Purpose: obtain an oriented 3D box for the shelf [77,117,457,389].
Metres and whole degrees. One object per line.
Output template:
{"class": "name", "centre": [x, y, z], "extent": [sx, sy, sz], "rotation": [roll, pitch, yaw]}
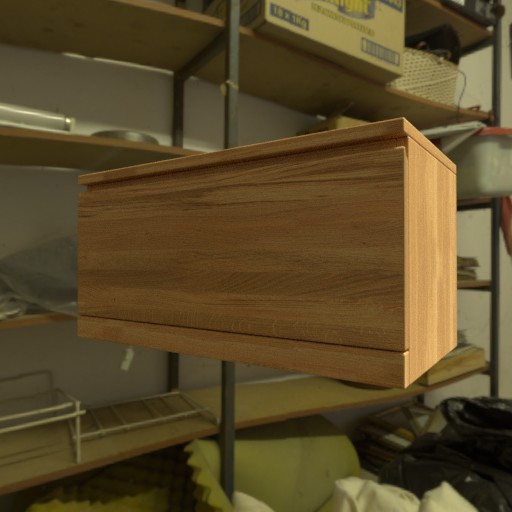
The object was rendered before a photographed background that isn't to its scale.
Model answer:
{"class": "shelf", "centre": [0.000, 0.000, 1.039], "extent": [0.800, 0.400, 0.400], "rotation": [0, -1, 34]}
